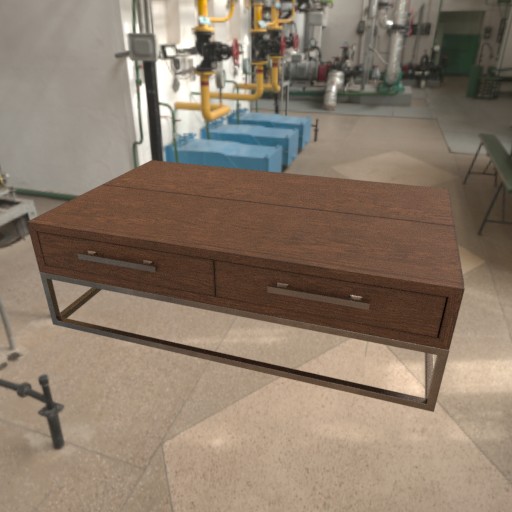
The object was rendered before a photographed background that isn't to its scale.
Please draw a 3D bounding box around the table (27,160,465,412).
[{"bbox_3d":[0.000,0.000,1.477,1.167,0.361,0.719,9,29,16],"label":"table"}]
